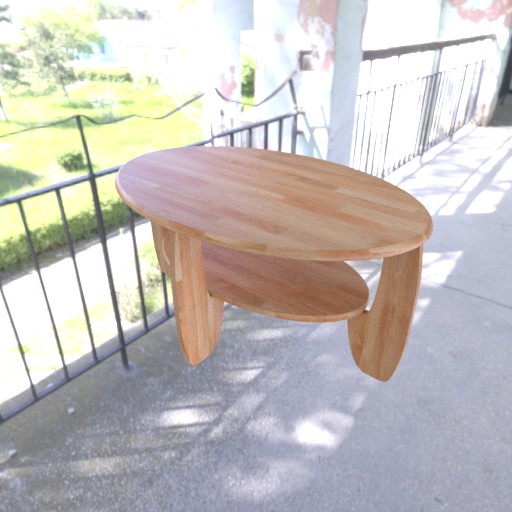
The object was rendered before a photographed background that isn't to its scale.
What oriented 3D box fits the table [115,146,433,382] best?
[{"bbox_3d":[0.000,0.000,1.432,1.040,0.490,0.690,22,36,33],"label":"table"}]
